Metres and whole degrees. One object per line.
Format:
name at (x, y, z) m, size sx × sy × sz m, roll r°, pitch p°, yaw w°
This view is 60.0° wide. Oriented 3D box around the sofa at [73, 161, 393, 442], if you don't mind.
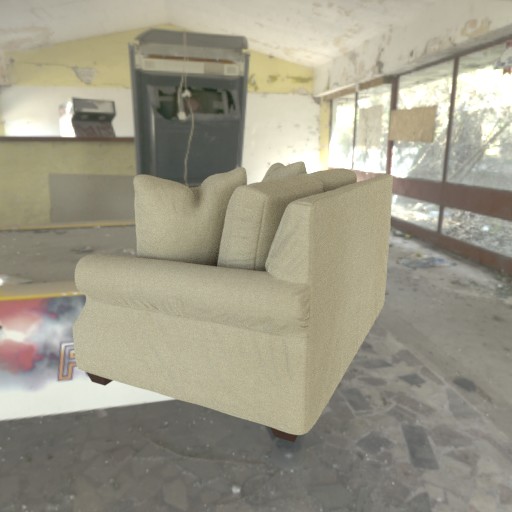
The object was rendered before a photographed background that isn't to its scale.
sofa at (0.000, 0.000, 2.193) m, size 1.070 × 0.905 × 1.550 m, roll 7°, pitch 15°, yaw 25°
